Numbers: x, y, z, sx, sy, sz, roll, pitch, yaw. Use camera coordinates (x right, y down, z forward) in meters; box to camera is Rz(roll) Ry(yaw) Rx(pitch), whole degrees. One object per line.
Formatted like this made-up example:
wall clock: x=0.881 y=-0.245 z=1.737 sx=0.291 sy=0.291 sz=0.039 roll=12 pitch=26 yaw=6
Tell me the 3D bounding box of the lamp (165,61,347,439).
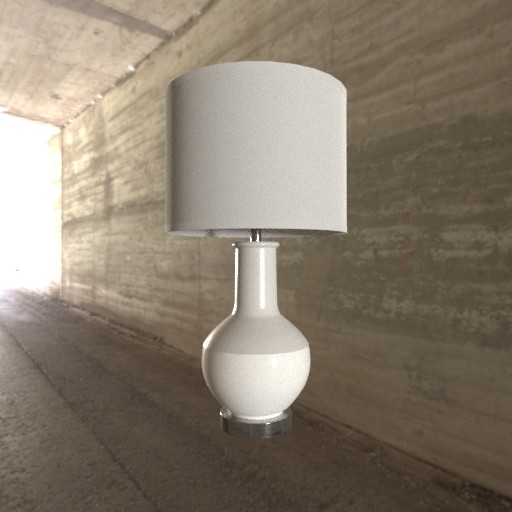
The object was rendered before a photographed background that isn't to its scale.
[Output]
lamp: x=0.000 y=0.000 z=0.883 sx=0.357 sy=0.673 sz=0.357 roll=0 pitch=0 yaw=18
